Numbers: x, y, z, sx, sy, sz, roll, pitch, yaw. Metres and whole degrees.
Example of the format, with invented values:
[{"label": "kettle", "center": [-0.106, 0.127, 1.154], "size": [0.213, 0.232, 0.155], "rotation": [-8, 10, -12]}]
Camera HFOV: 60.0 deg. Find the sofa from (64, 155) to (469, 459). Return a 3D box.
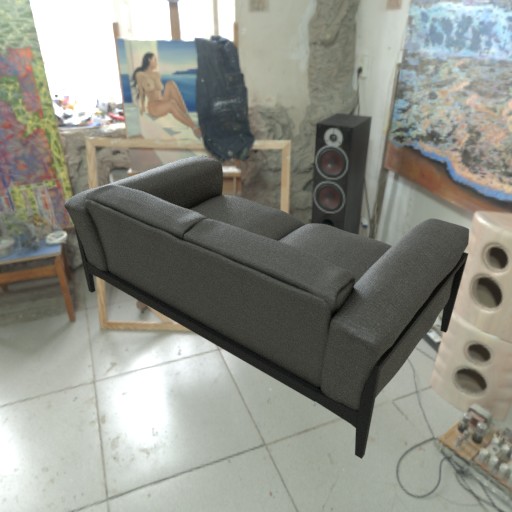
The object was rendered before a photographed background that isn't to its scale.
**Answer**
[{"label": "sofa", "center": [0.000, 0.000, 2.148], "size": [1.690, 0.656, 0.960], "rotation": [22, 36, 33]}]
